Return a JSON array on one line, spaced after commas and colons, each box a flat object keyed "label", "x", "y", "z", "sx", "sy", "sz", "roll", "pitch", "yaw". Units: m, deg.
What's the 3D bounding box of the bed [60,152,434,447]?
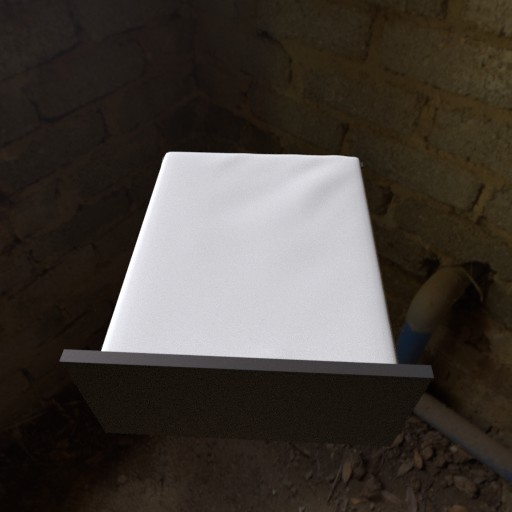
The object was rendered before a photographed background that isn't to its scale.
[{"label": "bed", "x": 0.000, "y": 0.000, "z": 2.939, "sx": 1.634, "sy": 0.808, "sz": 2.103, "roll": 2, "pitch": 47, "yaw": 2}]
